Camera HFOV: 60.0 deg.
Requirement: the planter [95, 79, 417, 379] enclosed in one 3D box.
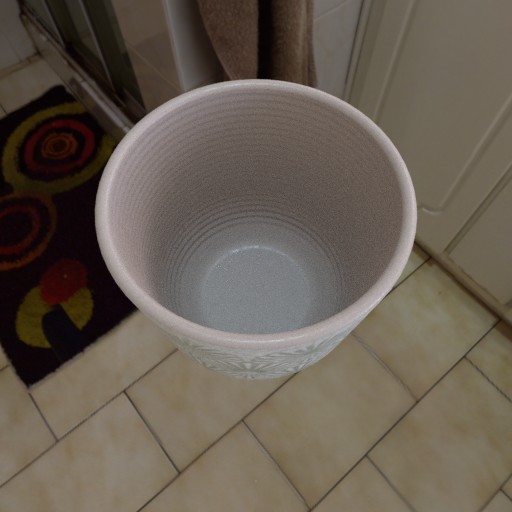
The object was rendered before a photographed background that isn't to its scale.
[{"bbox_3d":[0.000,0.000,0.302,0.170,0.152,0.170,0,63,0],"label":"planter"}]
